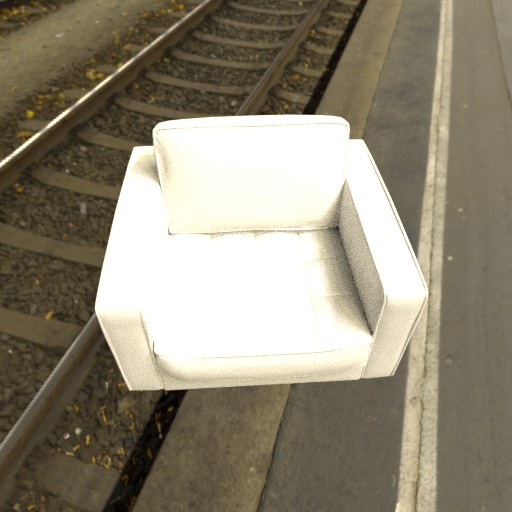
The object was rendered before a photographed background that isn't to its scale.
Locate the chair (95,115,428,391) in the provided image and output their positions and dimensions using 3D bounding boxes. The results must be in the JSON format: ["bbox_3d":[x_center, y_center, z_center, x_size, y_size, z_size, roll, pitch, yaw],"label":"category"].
[{"bbox_3d":[0.000,0.000,1.542,0.928,0.773,0.843,-2,46,-2],"label":"chair"}]
